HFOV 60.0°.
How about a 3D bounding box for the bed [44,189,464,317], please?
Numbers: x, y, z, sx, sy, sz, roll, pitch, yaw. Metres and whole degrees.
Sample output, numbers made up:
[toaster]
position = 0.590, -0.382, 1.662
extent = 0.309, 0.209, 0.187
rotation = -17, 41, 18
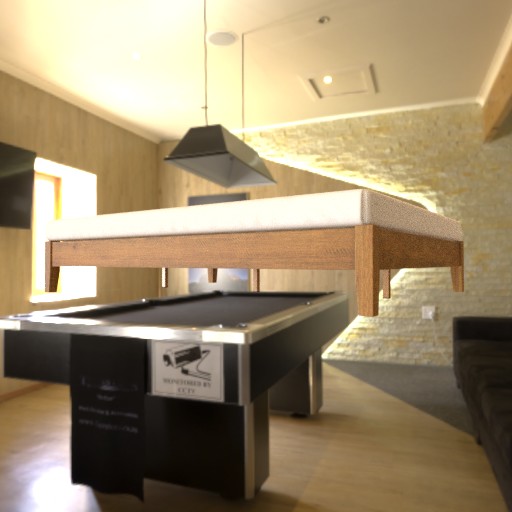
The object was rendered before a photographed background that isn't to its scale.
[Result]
[bed]
position = 0.000, 0.000, 2.658
extent = 2.016, 0.431, 1.536
rotation = -1, -1, 35
